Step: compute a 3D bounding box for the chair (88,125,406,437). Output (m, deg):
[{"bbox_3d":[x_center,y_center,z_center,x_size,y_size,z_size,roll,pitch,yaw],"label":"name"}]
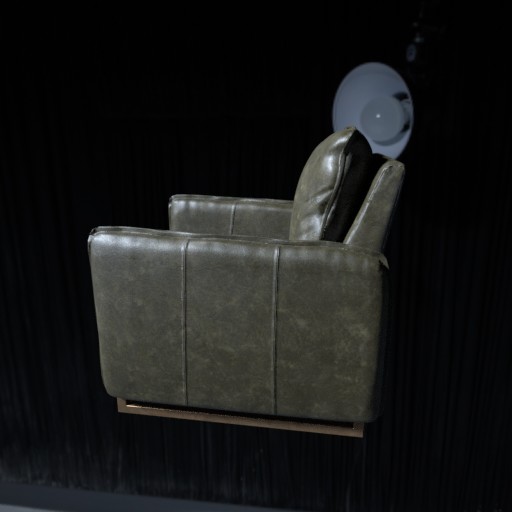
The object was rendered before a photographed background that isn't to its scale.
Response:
[{"bbox_3d":[0.000,0.000,1.627,0.921,0.921,0.830,3,16,9],"label":"chair"}]
